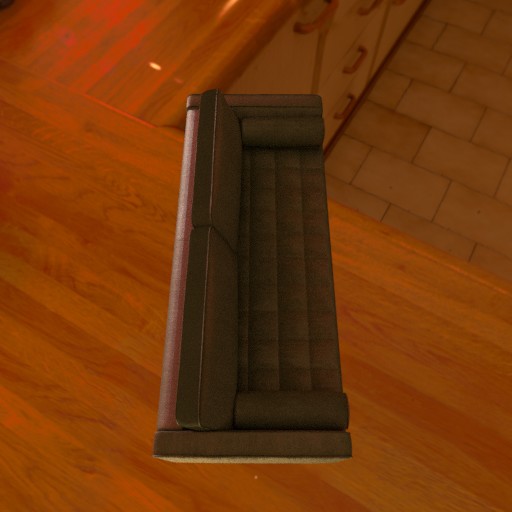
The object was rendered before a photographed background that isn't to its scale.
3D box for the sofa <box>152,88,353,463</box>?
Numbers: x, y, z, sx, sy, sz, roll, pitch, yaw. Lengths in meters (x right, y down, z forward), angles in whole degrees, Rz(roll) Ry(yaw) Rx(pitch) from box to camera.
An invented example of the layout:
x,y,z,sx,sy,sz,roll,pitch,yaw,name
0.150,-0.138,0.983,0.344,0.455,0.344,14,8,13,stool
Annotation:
x,y,z,sx,sy,sz,roll,pitch,yaw,name
0.000,0.000,2.604,0.918,0.769,2.199,0,63,0,sofa
